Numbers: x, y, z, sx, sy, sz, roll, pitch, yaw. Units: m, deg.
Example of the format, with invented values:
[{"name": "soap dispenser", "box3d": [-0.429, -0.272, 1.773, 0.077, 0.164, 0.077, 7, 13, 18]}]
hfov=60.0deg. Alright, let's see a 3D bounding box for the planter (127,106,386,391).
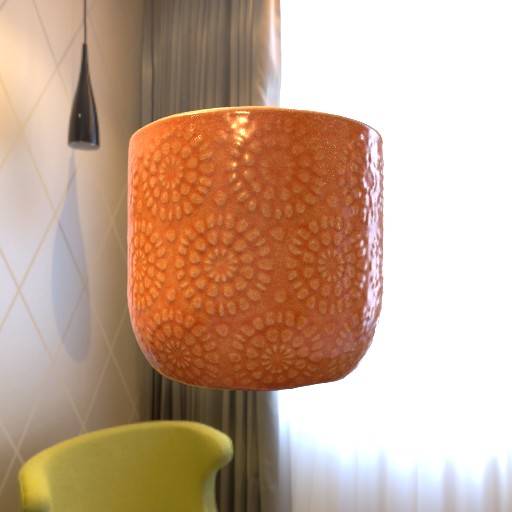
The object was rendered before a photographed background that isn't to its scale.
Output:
[{"name": "planter", "box3d": [0.000, 0.000, 0.297, 0.170, 0.152, 0.170, 0, -1, 0]}]
